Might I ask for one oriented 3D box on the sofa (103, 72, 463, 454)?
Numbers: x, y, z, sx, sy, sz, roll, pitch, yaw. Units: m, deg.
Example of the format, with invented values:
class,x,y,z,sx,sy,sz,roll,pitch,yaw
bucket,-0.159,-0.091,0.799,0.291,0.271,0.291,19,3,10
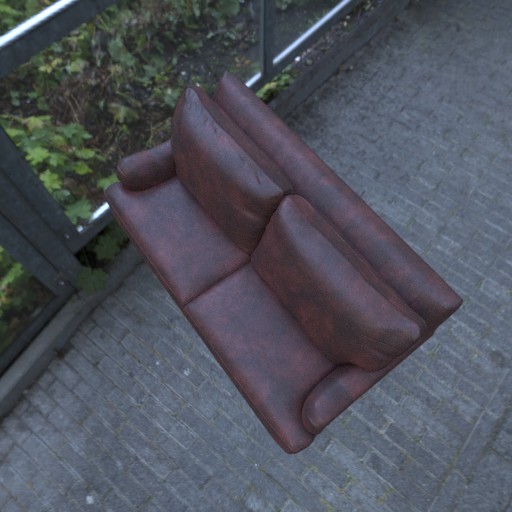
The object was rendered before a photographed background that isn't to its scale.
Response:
class,x,y,z,sx,sy,sz,roll,pitch,yaw
sofa,0.000,0.000,2.853,1.147,1.071,2.144,-34,69,-15
